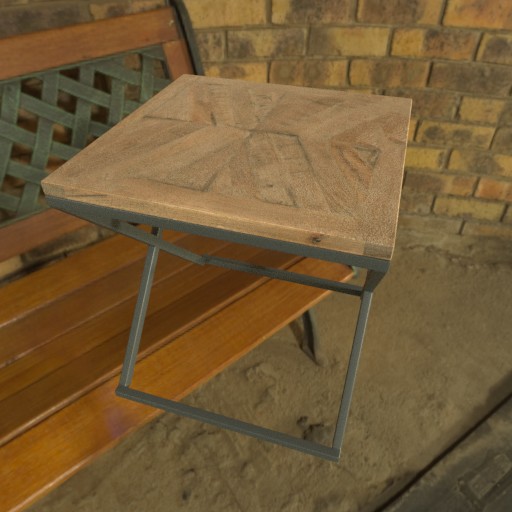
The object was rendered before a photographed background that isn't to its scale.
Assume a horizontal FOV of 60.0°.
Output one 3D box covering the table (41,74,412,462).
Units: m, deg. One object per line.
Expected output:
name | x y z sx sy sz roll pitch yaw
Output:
table | 0.000 0.000 0.936 0.499 0.550 0.498 11 41 13
